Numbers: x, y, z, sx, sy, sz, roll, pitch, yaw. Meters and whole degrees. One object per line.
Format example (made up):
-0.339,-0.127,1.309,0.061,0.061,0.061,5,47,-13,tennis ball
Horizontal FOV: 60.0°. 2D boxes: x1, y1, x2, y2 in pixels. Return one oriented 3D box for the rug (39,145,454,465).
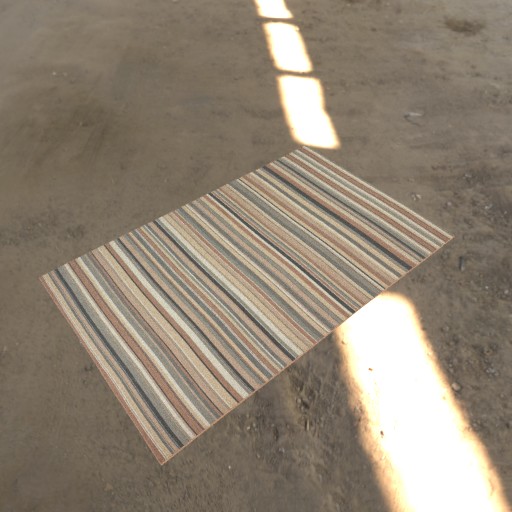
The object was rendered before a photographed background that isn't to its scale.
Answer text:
0.000,0.000,3.037,2.438,0.014,1.523,-31,54,-26,rug
